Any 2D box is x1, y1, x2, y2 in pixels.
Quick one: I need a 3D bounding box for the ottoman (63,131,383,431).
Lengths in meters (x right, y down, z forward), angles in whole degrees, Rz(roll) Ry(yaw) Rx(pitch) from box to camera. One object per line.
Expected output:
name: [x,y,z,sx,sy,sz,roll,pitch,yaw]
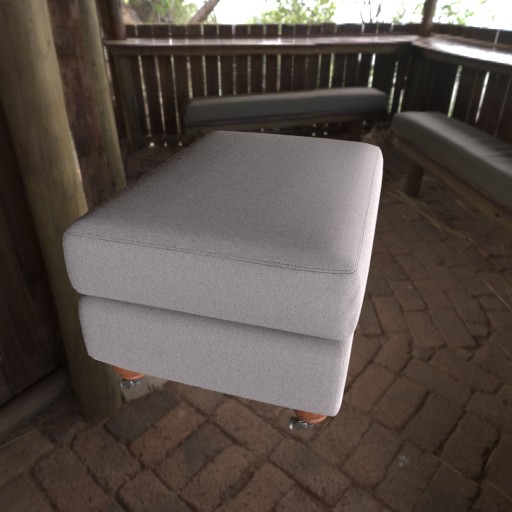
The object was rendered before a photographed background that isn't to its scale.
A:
ottoman: [0.000,0.000,1.156,0.574,0.497,0.773,8,31,14]
